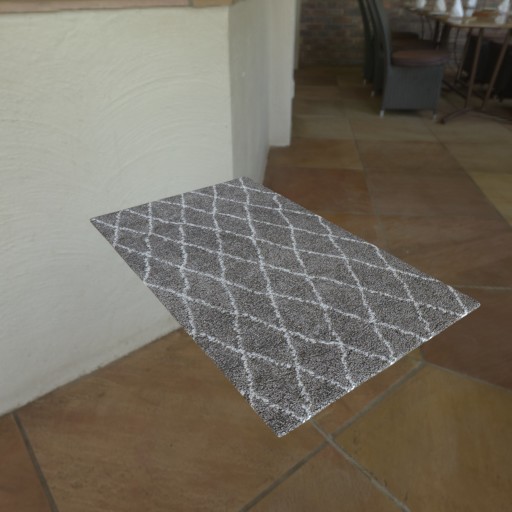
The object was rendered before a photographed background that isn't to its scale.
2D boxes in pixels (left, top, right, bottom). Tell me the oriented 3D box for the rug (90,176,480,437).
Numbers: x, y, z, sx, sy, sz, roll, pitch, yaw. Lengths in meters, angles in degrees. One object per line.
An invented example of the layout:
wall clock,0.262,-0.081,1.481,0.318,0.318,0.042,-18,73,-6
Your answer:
rug,0.000,0.000,3.073,1.524,0.030,2.438,-21,38,-30
